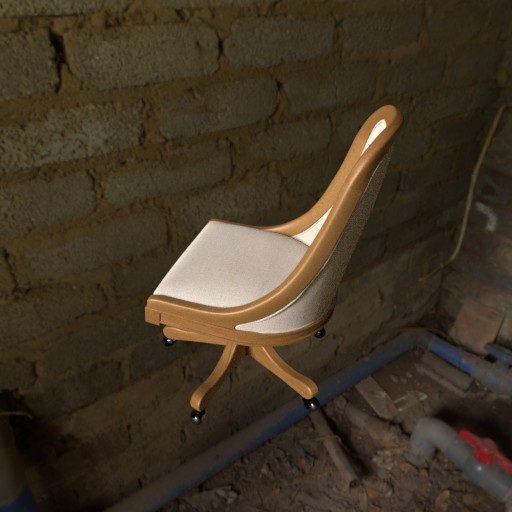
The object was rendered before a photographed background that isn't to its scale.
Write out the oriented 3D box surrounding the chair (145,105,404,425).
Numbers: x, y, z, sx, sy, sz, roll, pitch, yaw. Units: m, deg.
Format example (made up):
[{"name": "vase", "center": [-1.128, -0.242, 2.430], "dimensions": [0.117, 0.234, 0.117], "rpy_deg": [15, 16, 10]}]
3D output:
[{"name": "chair", "center": [0.000, 0.000, 1.519], "dimensions": [0.811, 1.009, 0.702], "rpy_deg": [8, 33, 13]}]
